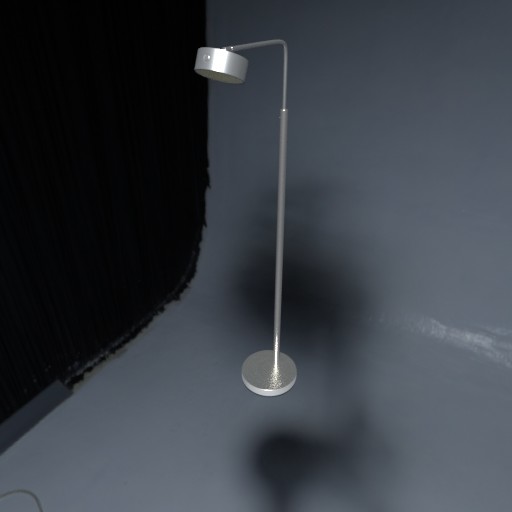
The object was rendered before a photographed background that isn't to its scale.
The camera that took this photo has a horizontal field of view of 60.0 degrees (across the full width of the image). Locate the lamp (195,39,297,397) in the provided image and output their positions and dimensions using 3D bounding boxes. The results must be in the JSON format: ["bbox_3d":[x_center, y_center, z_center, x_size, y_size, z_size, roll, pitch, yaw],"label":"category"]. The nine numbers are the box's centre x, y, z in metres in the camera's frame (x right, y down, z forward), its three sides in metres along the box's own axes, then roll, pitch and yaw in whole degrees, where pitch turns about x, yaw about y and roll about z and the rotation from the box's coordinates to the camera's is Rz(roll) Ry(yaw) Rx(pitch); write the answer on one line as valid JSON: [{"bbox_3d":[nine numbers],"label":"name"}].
[{"bbox_3d":[0.000,0.000,1.422,0.222,1.250,0.421,18,35,27],"label":"lamp"}]
